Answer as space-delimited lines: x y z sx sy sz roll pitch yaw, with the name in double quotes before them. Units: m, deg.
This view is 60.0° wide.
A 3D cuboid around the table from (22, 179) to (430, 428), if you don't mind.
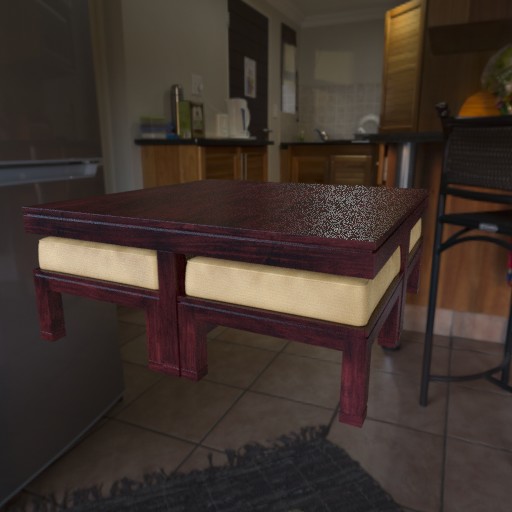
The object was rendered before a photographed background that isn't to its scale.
"table" 0.000 0.000 1.333 0.865 0.356 0.865 7 17 25
